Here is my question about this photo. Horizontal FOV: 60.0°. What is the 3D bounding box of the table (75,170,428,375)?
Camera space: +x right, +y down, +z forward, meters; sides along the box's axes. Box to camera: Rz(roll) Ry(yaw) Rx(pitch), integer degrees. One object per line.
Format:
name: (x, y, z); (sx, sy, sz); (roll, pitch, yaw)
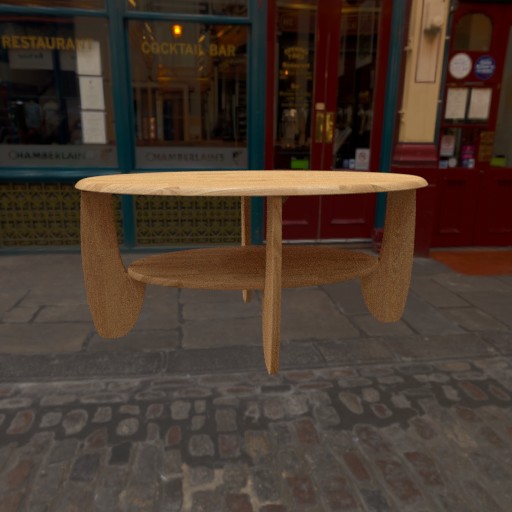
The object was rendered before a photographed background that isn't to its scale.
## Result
table: (0.000, 0.000, 1.392); (1.040, 0.490, 0.690); (-2, 14, -8)
